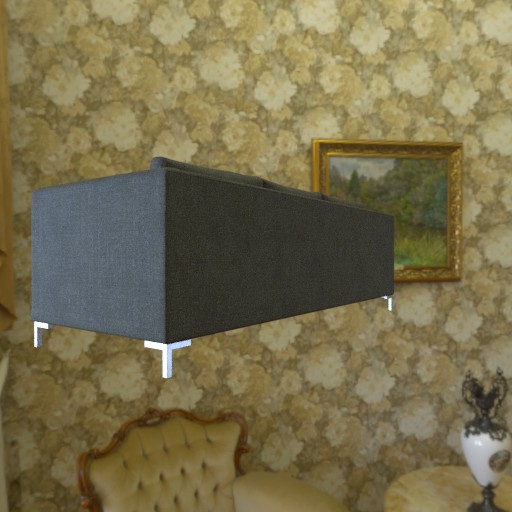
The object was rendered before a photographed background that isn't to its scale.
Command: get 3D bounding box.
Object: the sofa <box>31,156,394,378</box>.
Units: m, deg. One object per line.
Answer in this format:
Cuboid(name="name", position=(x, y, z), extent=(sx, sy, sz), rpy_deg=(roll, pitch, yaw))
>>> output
Cuboid(name="sofa", position=(0.000, 0.000, 2.829), extent=(0.969, 0.867, 2.415), rpy_deg=(0, 0, 36))
